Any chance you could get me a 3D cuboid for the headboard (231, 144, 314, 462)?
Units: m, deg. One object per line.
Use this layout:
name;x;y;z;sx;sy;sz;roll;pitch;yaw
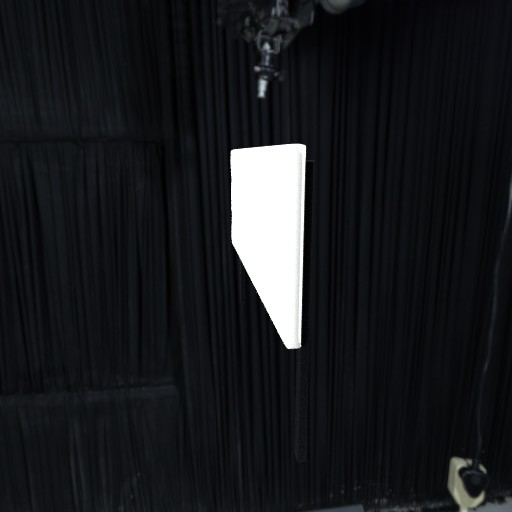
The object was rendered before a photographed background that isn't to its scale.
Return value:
headboard;0.000;0.000;2.978;0.120;1.410;2.362;-2;13;-8
